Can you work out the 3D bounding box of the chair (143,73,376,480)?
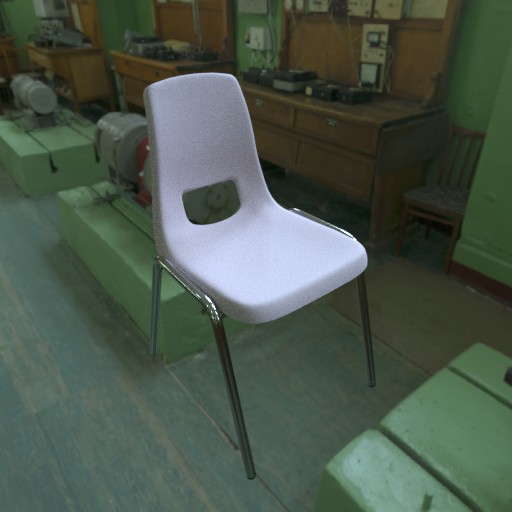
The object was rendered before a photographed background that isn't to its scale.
[{"bbox_3d":[0.000,0.000,0.914,0.381,0.653,0.436,-23,38,-33],"label":"chair"}]
